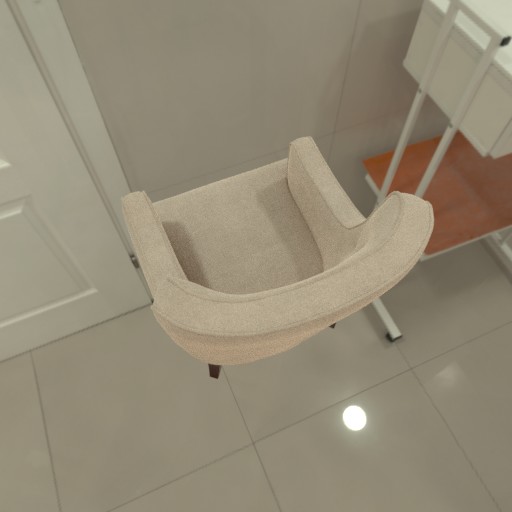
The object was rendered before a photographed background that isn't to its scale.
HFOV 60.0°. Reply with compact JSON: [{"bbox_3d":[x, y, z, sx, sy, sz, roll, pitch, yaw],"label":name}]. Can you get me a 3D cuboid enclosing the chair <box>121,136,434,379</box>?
[{"bbox_3d":[0.000,0.000,1.597,0.781,0.920,0.910,-21,61,-12],"label":"chair"}]
